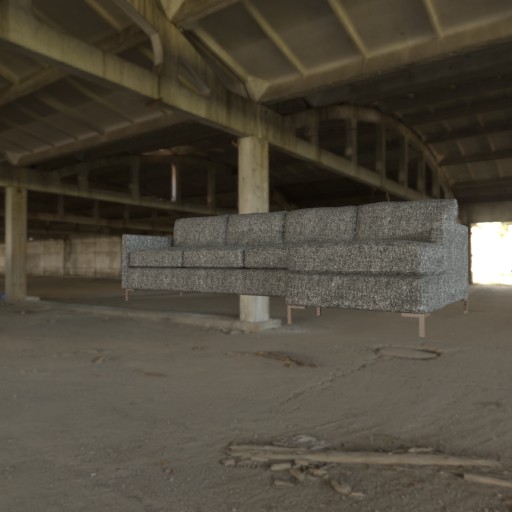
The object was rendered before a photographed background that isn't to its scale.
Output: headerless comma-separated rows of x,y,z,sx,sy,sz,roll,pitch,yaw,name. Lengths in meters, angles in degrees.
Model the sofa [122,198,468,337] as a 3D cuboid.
0.000,0.000,4.061,3.384,0.970,1.488,0,-1,35,sofa
